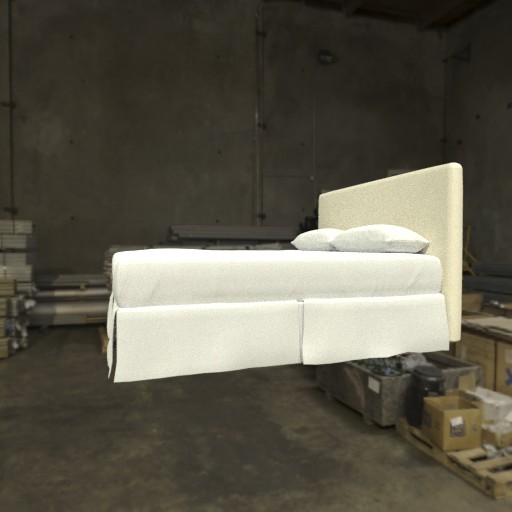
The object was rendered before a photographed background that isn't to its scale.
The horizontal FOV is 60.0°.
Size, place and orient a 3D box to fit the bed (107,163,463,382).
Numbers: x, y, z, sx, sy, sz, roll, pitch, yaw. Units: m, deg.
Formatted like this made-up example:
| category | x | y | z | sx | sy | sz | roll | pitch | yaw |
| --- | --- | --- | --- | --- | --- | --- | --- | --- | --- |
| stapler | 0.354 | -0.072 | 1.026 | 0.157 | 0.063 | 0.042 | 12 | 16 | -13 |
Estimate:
| category | x | y | z | sx | sy | sz | roll | pitch | yaw |
| --- | --- | --- | --- | --- | --- | --- | --- | --- | --- |
| bed | 0.000 | 0.000 | 3.651 | 2.341 | 1.317 | 2.119 | 0 | 1 | -18 |
